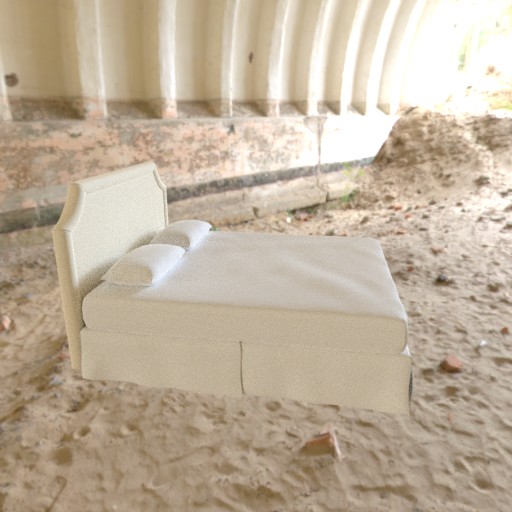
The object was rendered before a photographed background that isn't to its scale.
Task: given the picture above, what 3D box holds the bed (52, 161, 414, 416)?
[{"bbox_3d":[0.000,0.000,4.298,2.773,1.590,2.350,3,18,9],"label":"bed"}]
